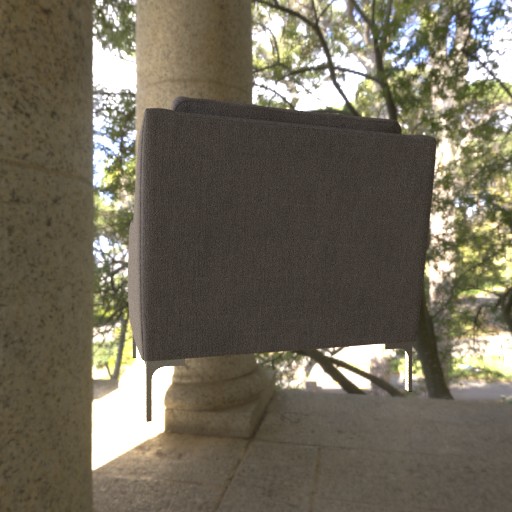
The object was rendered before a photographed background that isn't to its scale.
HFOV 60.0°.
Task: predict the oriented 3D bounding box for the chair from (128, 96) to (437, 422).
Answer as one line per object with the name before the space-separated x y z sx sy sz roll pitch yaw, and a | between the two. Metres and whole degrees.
chair | 0.000 0.000 1.538 0.847 0.828 0.849 0 0 -18
